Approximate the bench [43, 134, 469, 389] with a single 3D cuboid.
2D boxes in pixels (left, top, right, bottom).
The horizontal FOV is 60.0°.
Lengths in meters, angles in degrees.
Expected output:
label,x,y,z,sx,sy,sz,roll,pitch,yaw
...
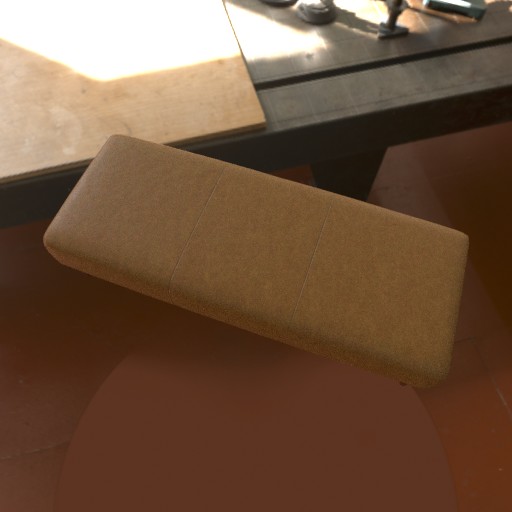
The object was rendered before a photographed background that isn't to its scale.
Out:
label,x,y,z,sx,sy,sz,roll,pitch,yaw
bench,0.000,0.000,1.901,1.610,0.399,0.653,18,64,9
